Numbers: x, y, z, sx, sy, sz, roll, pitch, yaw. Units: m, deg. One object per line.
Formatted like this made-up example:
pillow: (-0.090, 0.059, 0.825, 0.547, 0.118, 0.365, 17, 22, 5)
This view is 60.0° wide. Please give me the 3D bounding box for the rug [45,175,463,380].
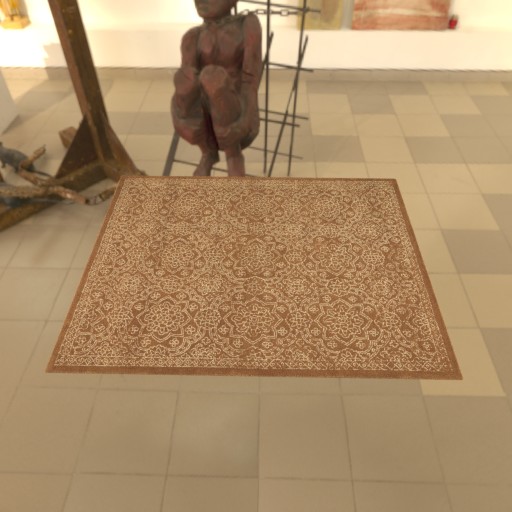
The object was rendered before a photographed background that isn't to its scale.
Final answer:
rug: (0.000, 0.000, 4.075, 3.050, 0.015, 2.441, 1, 46, 1)
